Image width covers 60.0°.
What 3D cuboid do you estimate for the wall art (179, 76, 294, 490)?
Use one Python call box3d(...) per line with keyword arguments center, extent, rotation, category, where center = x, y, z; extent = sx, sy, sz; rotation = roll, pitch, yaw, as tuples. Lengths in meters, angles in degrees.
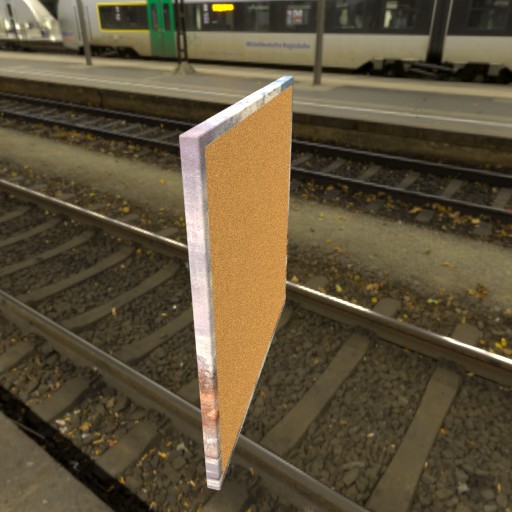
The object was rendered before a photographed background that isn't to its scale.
box3d(center=(0.000, 0.000, 1.304), extent=(0.035, 0.897, 0.888), rotation=(7, 29, 12), category="wall art")
